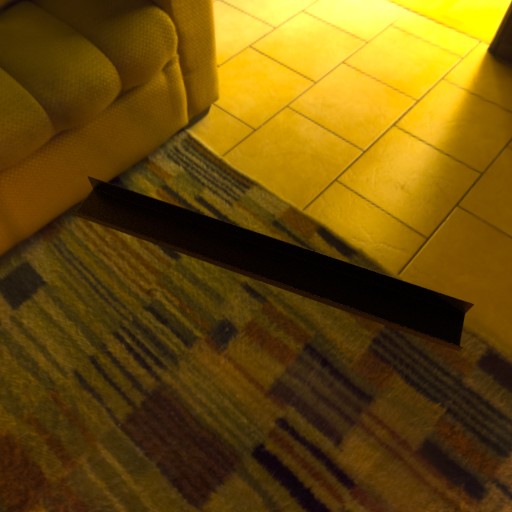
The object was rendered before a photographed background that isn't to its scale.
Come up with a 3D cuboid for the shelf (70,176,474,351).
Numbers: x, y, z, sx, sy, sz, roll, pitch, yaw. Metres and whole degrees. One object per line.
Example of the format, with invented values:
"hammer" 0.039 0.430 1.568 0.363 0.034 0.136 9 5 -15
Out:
"shelf" 0.000 0.000 0.993 0.924 0.049 0.092 19 61 11
